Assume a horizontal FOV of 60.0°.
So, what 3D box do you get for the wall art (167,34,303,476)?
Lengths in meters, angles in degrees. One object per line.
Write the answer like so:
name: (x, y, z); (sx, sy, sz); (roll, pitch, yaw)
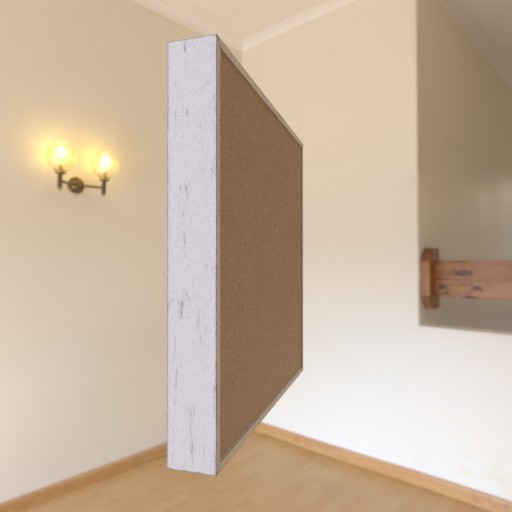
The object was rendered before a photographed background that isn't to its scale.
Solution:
wall art: (0.000, 0.000, 0.456); (0.038, 0.305, 0.305); (0, 0, 17)
